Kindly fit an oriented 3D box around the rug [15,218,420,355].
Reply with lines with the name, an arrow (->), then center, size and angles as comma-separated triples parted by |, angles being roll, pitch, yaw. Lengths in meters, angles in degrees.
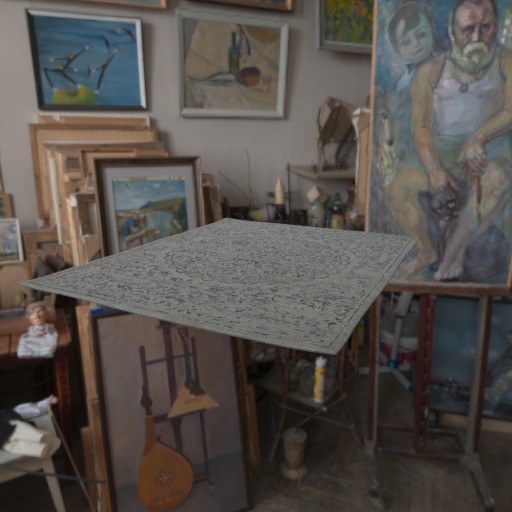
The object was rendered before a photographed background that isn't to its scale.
rug -> 0.000, 0.000, 3.877 | 2.343, 0.026, 2.925 | 8, 17, 26
